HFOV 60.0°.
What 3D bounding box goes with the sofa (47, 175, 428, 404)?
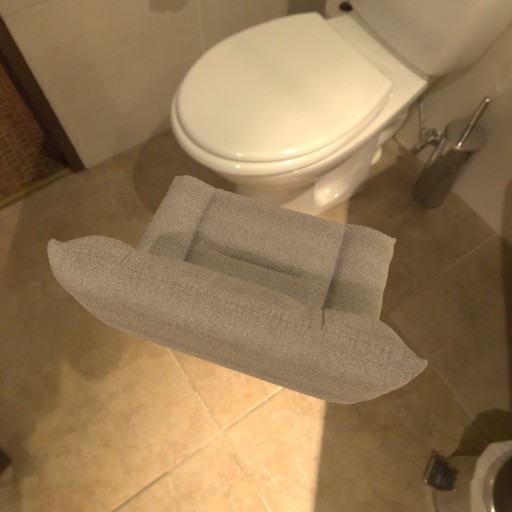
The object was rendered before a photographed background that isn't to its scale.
[{"bbox_3d":[0.000,0.000,1.697,1.144,0.795,0.847,17,66,8],"label":"sofa"}]
